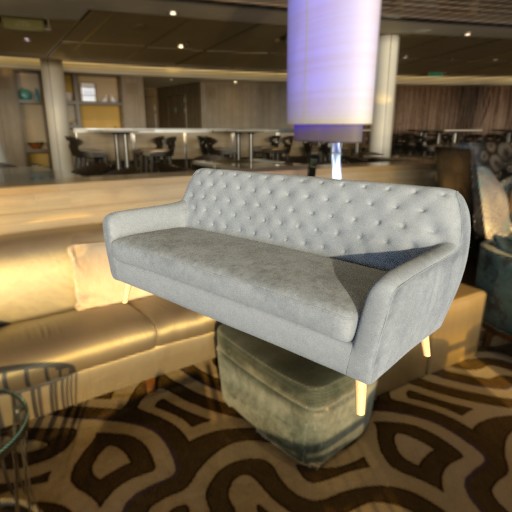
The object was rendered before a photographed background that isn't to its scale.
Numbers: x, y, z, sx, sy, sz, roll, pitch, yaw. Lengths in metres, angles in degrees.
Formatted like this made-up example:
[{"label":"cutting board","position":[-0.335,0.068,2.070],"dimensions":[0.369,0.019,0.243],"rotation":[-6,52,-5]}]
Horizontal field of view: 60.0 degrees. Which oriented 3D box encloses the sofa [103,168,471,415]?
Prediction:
[{"label":"sofa","position":[0.000,0.000,2.451],"dimensions":[1.975,0.832,0.841],"rotation":[14,21,41]}]
